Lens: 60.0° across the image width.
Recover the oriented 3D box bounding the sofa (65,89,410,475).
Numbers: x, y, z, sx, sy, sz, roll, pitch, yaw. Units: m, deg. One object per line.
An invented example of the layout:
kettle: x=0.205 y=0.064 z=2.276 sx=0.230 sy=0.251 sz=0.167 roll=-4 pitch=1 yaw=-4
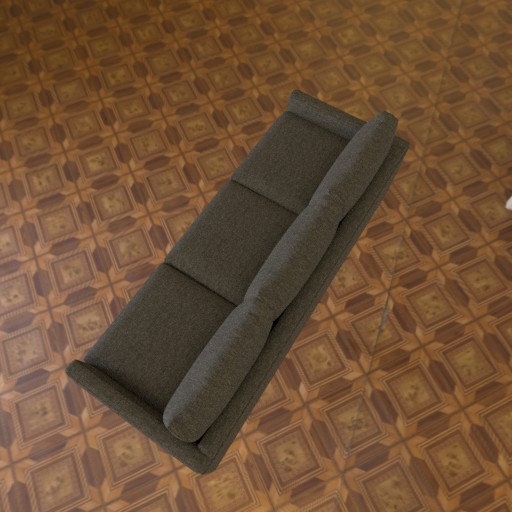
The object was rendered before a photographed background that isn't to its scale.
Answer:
sofa: x=0.000 y=0.000 z=2.634 sx=0.876 sy=0.879 sz=2.253 roll=30 pitch=69 yaw=13
